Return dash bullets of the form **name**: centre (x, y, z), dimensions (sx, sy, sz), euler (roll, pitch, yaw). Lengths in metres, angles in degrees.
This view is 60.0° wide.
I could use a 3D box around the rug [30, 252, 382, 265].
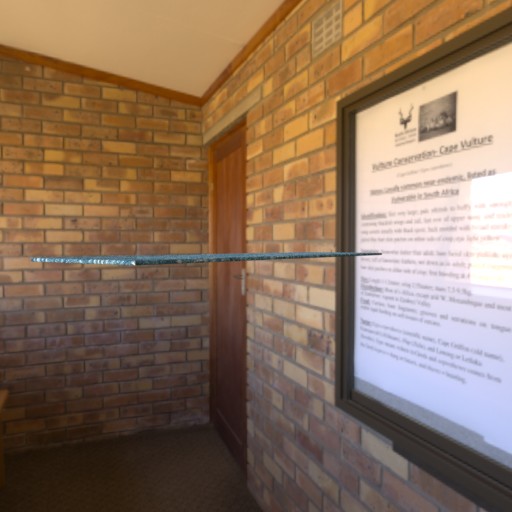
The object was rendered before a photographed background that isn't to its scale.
- **rug**: centre (0.000, 0.000, 2.575), dimensions (0.676, 0.016, 2.286), euler (1, 1, 36)
